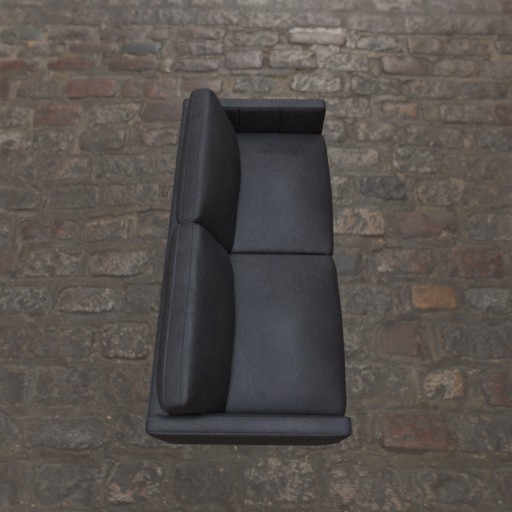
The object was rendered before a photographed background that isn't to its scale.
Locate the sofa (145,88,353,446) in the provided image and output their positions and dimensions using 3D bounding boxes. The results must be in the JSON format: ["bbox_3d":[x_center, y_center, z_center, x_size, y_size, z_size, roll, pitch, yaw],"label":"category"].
[{"bbox_3d":[0.000,0.000,2.532,0.933,0.863,1.971,1,63,0],"label":"sofa"}]
